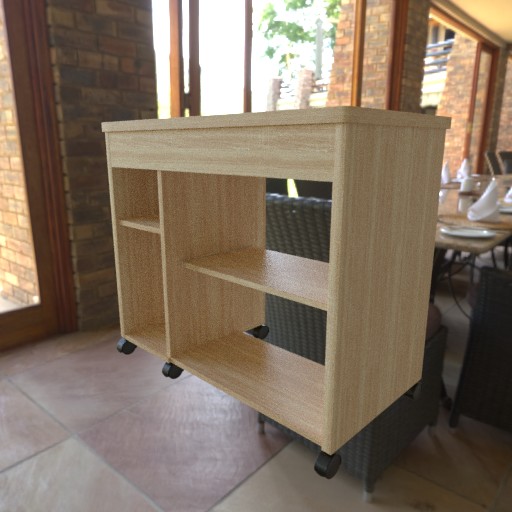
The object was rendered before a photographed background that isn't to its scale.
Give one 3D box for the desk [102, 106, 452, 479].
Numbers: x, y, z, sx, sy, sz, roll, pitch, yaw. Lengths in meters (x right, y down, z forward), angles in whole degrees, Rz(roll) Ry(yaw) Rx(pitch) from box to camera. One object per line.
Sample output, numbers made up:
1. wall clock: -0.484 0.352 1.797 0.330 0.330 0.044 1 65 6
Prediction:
1. desk: 0.000 0.000 1.313 0.884 0.770 0.480 13 19 42
